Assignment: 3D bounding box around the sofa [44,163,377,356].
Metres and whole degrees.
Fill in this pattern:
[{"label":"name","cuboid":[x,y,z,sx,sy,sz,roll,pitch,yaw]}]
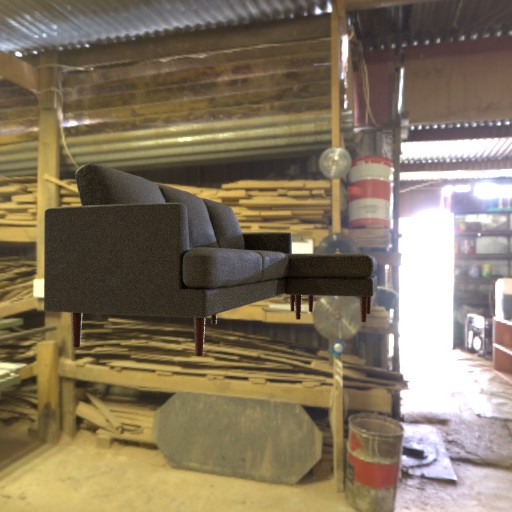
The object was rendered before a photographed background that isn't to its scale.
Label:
[{"label":"sofa","cuboid":[0.000,0.000,3.006,1.504,0.956,2.233,0,-1,18]}]
